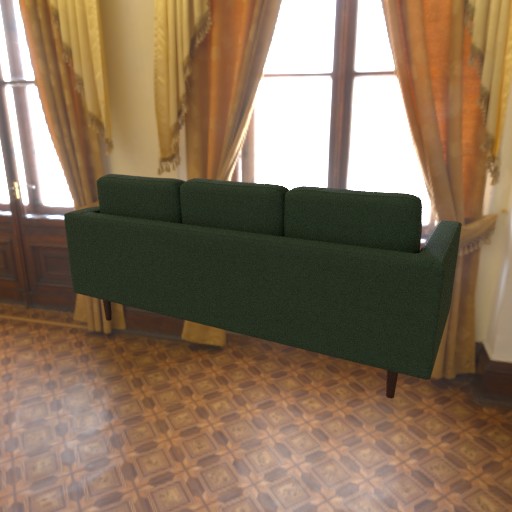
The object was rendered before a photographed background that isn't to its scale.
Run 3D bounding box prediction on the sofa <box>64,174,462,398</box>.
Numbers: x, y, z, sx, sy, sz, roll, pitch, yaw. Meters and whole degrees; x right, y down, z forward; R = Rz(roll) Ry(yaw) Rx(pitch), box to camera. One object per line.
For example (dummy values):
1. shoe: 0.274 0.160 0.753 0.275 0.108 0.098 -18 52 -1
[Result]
1. sofa: 0.000 0.000 2.508 2.029 0.899 0.879 9 19 27
